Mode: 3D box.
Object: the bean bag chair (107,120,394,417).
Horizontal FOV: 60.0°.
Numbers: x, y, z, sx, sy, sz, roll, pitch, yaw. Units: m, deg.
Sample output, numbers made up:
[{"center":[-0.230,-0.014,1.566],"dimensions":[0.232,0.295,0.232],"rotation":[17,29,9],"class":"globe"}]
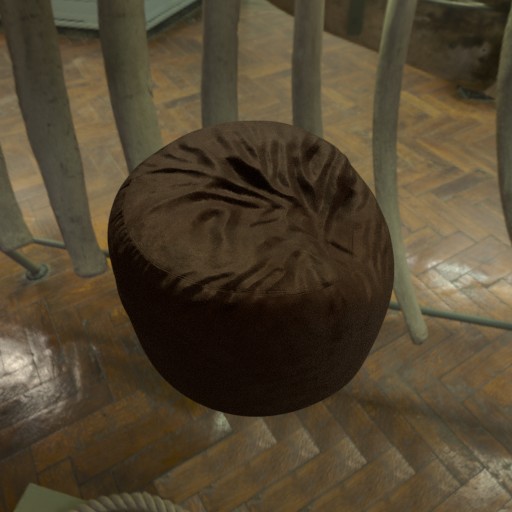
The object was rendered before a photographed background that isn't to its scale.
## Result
[{"center":[0.000,0.000,1.496],"dimensions":[0.918,0.616,0.918],"rotation":[0,47,0],"class":"bean bag chair"}]
